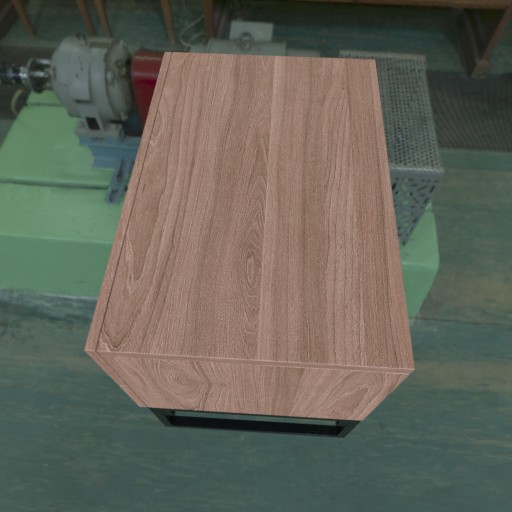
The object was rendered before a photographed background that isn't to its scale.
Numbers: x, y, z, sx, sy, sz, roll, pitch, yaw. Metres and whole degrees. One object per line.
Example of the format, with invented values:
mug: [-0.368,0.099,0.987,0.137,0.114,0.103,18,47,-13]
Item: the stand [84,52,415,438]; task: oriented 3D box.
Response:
stand: [0.000,0.000,0.910,0.420,0.500,0.600,3,59,2]
